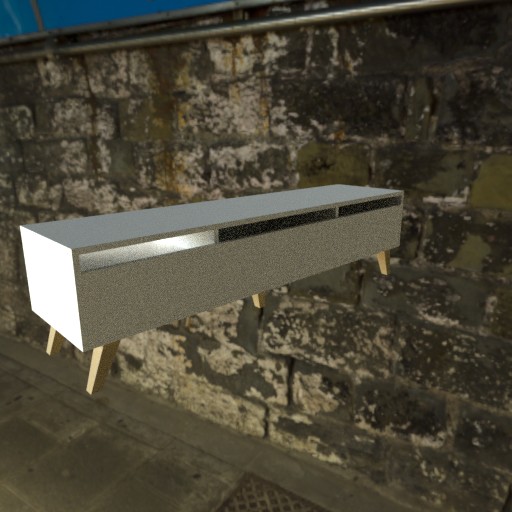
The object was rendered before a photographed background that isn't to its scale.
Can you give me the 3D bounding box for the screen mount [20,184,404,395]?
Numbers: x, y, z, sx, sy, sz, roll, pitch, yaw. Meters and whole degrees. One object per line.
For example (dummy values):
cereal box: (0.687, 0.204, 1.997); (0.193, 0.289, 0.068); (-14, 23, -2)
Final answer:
screen mount: (0.000, 0.000, 1.841); (1.644, 0.432, 0.399); (-14, 21, -42)
